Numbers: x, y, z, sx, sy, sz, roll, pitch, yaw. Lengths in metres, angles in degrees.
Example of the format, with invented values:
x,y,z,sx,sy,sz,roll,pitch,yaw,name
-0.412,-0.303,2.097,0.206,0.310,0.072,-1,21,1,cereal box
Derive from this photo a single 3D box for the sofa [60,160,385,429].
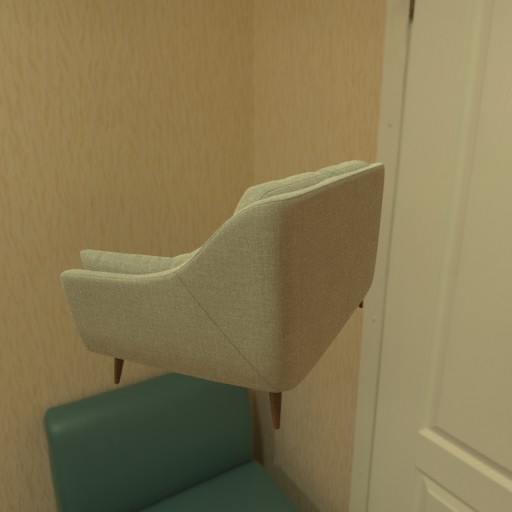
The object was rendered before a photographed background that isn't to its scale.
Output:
x,y,z,sx,sy,sz,roll,pitch,yaw,name
0.000,0.000,2.237,0.965,0.888,1.652,8,18,26,sofa
